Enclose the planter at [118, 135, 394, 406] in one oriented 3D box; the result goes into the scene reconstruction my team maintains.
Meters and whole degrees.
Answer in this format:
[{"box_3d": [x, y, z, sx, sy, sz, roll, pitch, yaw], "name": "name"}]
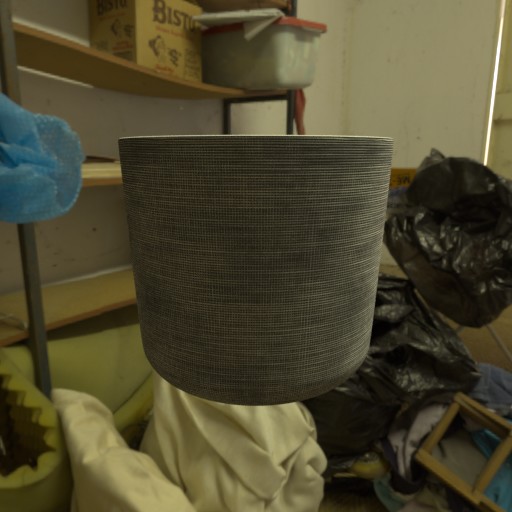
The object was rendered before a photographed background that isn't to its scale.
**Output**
[{"box_3d": [0.000, 0.000, 0.784, 0.440, 0.398, 0.440, 0, 13, 0], "name": "planter"}]
